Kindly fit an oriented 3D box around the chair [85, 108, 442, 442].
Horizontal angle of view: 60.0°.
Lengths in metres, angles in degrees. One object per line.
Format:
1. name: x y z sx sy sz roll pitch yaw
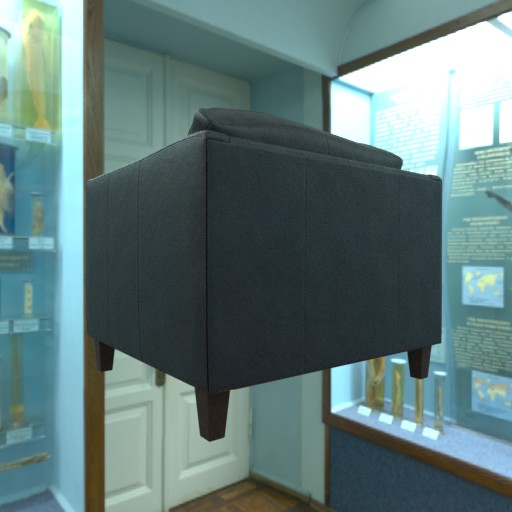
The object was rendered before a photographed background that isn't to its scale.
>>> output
1. chair: 0.000 0.000 1.539 0.939 0.811 0.862 0 0 -37
